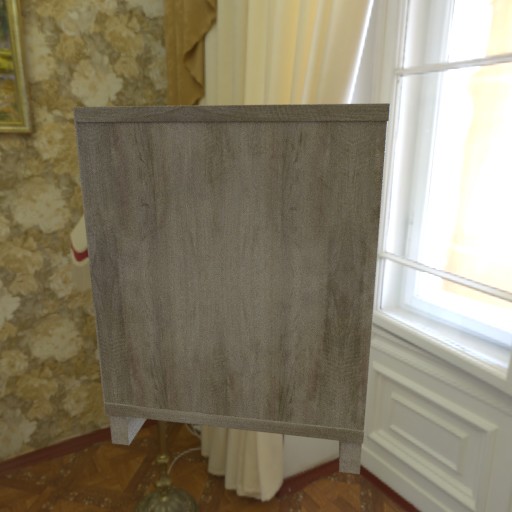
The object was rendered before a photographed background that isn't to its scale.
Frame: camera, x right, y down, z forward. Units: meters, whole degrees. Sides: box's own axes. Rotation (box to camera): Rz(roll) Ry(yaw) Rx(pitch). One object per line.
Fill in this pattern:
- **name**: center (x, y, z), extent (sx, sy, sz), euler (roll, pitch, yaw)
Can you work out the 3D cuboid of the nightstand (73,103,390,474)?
- **nightstand**: center (0.000, 0.000, 0.732), extent (0.347, 0.448, 0.427), euler (3, 16, 10)
